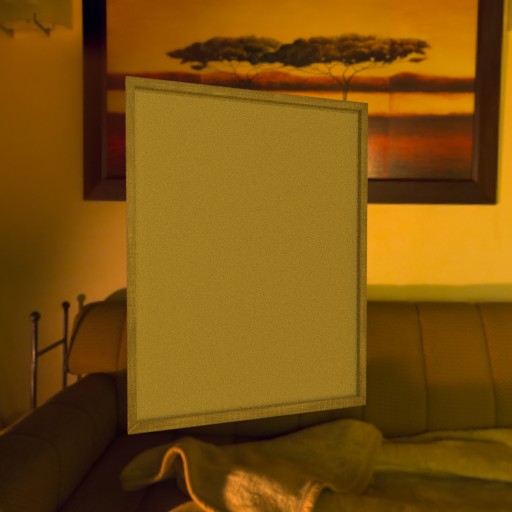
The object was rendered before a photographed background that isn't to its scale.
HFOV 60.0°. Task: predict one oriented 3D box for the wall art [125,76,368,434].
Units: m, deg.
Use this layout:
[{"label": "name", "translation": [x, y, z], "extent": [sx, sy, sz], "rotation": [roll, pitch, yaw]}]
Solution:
[{"label": "wall art", "translation": [0.000, 0.000, 1.394], "extent": [0.781, 1.022, 0.035], "rotation": [0, 1, -18]}]
